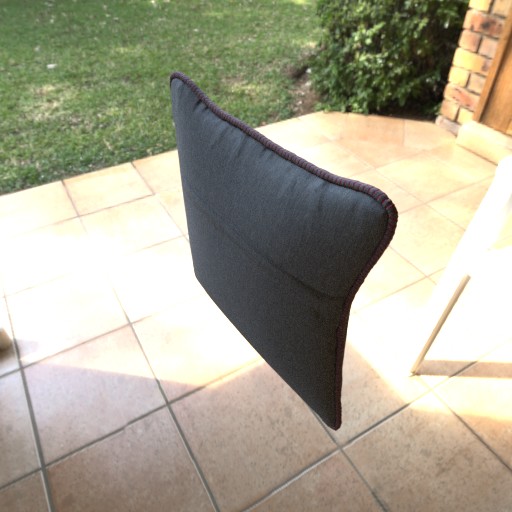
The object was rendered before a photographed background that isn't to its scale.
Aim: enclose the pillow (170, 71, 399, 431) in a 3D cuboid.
[{"bbox_3d":[0.000,0.000,0.745,0.124,0.491,0.482,-26,49,-26],"label":"pillow"}]
